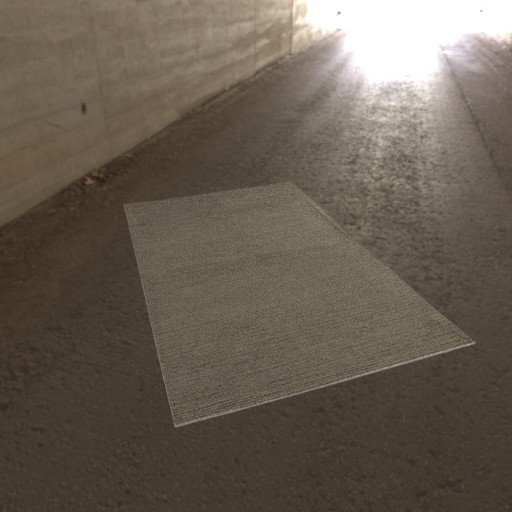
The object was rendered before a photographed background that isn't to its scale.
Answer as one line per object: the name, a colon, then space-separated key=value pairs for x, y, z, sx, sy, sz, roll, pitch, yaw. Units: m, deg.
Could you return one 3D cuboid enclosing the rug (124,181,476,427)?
rug: x=0.000 y=0.000 z=2.231 sx=1.149 sy=0.021 sz=1.773 roll=-10 pitch=32 yaw=-16
